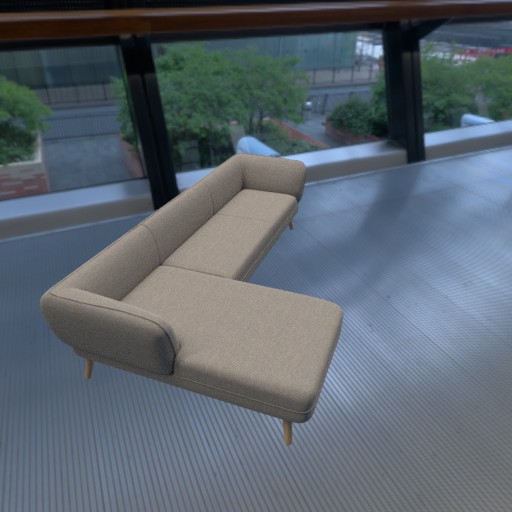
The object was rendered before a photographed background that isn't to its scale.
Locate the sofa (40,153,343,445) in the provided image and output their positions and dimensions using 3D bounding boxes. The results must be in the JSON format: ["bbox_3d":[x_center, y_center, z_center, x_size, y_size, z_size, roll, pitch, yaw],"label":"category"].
[{"bbox_3d":[0.000,0.000,3.348,1.532,0.693,2.653,11,32,18],"label":"sofa"}]
